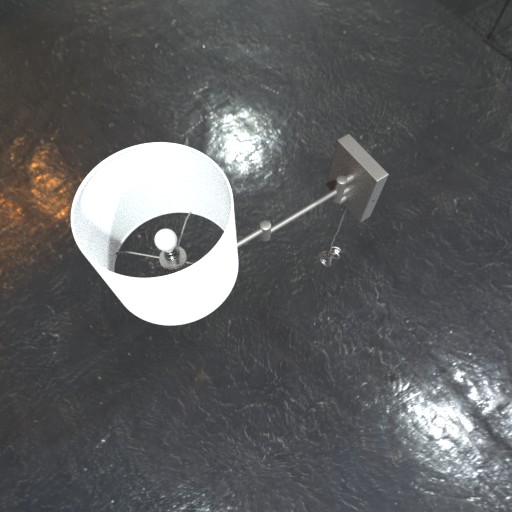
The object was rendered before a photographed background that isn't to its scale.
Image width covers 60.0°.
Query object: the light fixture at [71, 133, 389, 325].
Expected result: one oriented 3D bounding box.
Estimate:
[{"bbox_3d":[0.000,0.000,0.888,0.516,0.651,0.203,-31,68,-14],"label":"light fixture"}]
